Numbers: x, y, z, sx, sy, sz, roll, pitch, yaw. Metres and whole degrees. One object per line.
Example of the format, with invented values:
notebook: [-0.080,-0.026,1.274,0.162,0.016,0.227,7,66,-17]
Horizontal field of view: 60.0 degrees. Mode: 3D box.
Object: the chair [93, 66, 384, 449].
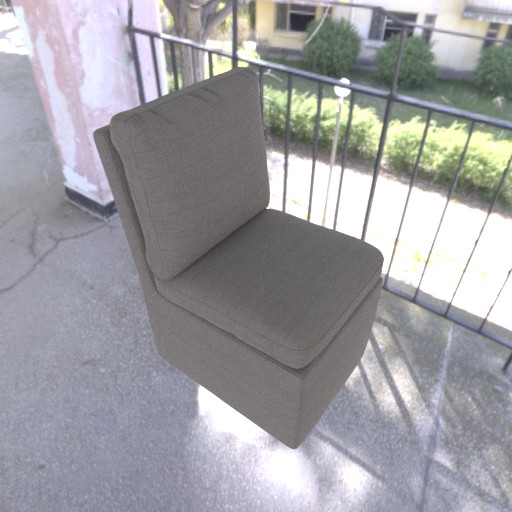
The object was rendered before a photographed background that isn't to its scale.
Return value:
chair: [0.000,0.000,1.352,0.698,0.927,0.503,26,46,28]
